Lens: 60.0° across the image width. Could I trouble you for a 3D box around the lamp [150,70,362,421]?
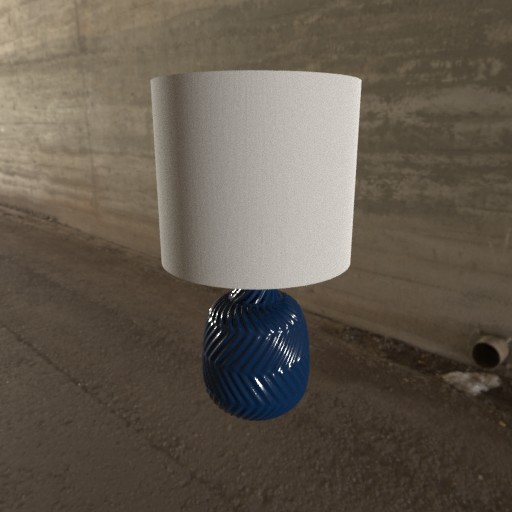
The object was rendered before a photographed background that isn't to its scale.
[{"bbox_3d":[0.000,0.000,0.487,0.203,0.368,0.203,2,16,6],"label":"lamp"}]
